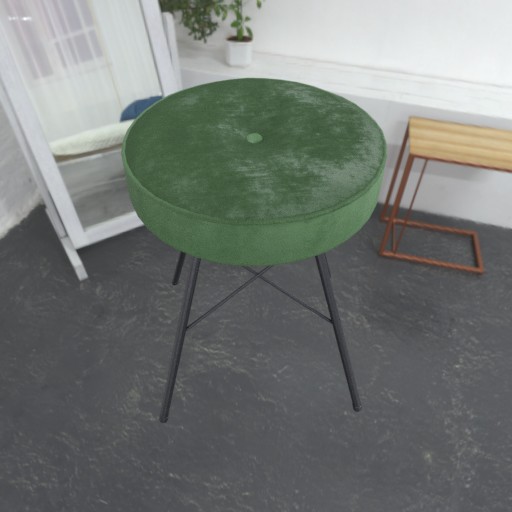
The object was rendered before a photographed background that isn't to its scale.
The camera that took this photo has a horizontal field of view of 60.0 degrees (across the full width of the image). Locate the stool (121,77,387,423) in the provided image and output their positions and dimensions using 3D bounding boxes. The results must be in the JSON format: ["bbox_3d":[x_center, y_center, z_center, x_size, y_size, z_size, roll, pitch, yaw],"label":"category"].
[{"bbox_3d":[0.000,0.000,0.923,0.457,0.595,0.430,-2,46,-2],"label":"stool"}]
